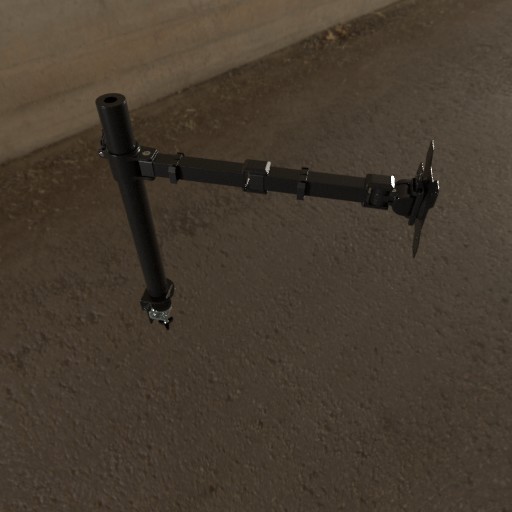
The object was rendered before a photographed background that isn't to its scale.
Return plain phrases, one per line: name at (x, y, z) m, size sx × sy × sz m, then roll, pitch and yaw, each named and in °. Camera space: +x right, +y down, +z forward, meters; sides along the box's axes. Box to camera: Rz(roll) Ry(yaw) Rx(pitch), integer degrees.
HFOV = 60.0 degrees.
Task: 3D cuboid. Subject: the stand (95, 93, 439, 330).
stand at (0.000, 0.000, 0.737) m, size 0.456 × 0.510 × 0.115 m, roll 8°, pitch 47°, yaw 8°
